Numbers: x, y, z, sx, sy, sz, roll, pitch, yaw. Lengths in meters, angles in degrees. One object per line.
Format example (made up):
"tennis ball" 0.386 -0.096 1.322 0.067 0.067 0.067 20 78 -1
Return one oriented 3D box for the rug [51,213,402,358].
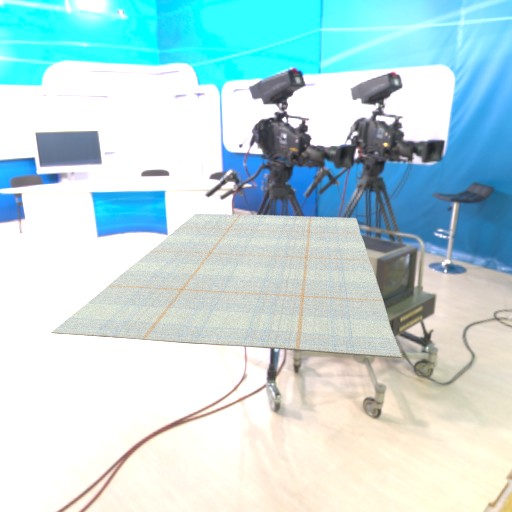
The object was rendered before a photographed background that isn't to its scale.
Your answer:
"rug" 0.000 0.000 3.039 1.527 0.016 2.442 2 18 7
